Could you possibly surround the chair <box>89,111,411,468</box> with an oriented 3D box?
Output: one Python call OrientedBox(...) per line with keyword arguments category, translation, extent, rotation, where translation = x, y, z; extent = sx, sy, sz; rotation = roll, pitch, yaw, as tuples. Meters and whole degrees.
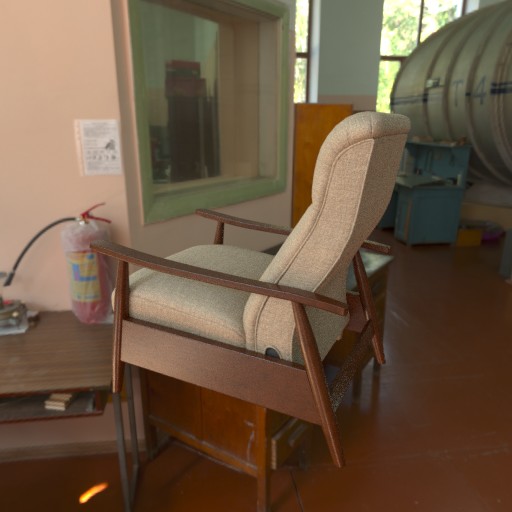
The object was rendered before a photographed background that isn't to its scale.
OrientedBox(category="chair", translation=(0.000, 0.000, 1.770), extent=(1.014, 1.082, 0.762), rotation=(8, 19, 25))
